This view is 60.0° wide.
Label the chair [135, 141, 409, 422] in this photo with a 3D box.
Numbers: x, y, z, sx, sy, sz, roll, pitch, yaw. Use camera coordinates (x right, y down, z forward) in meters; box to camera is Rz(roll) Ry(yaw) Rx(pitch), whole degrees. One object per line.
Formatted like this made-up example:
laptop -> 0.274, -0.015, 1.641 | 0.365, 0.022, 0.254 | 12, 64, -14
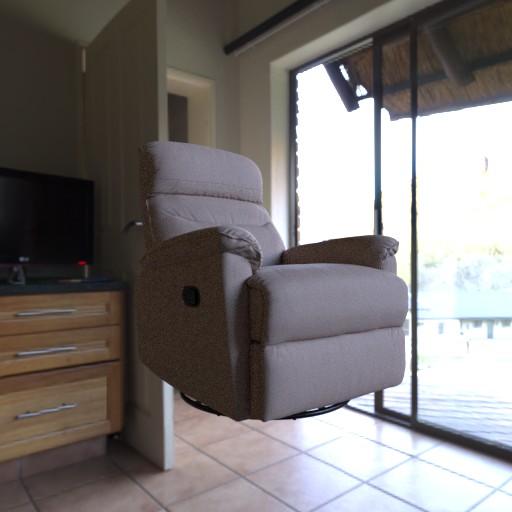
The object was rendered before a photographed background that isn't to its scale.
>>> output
chair -> 0.000, 0.000, 1.752 | 0.820, 1.037, 1.004 | 1, -1, -37
